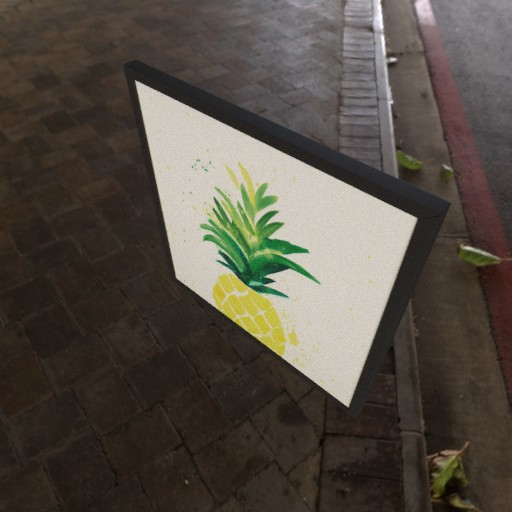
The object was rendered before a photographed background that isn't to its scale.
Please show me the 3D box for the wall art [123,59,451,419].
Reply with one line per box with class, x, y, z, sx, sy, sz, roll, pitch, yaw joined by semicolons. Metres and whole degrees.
wall art;0.000;0.000;1.119;0.762;0.760;0.037;33;55;26
